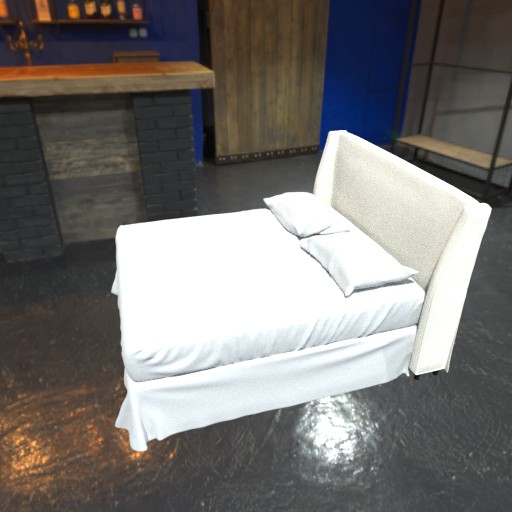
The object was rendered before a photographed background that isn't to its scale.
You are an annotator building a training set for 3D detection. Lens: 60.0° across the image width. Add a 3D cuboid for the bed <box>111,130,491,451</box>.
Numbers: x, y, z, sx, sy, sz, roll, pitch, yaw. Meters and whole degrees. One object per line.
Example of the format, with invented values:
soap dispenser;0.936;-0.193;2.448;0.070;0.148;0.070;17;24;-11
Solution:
bed;0.000;0.000;3.348;2.276;1.332;1.925;-8;31;-14
